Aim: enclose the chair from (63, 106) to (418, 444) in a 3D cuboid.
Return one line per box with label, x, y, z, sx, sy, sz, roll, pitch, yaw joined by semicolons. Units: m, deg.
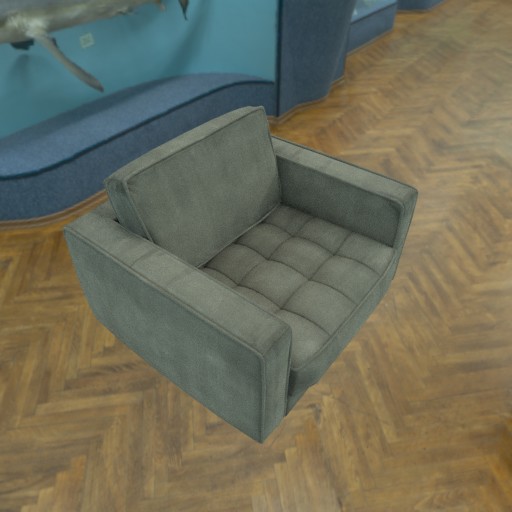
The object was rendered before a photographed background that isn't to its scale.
chair;0.000;0.000;1.548;0.843;0.773;0.928;28;49;28
